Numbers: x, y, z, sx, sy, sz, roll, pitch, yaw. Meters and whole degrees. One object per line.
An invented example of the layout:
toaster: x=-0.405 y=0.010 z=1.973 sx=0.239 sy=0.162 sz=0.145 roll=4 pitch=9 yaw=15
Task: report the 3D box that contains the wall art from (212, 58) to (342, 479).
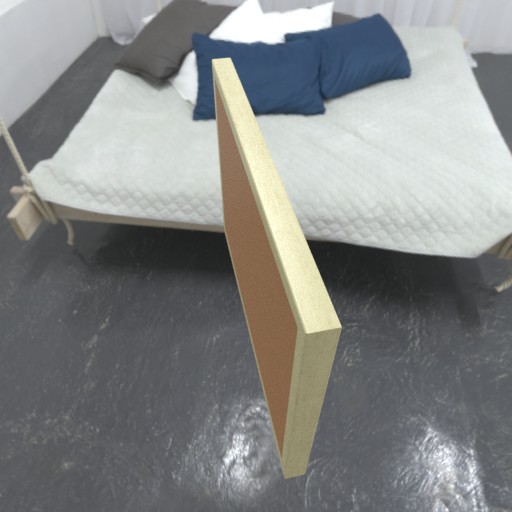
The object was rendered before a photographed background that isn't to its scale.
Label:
wall art: x=0.000 y=0.000 z=0.682 sx=0.032 sy=0.381 sz=0.533 roll=-9 pitch=48 yaw=-8
